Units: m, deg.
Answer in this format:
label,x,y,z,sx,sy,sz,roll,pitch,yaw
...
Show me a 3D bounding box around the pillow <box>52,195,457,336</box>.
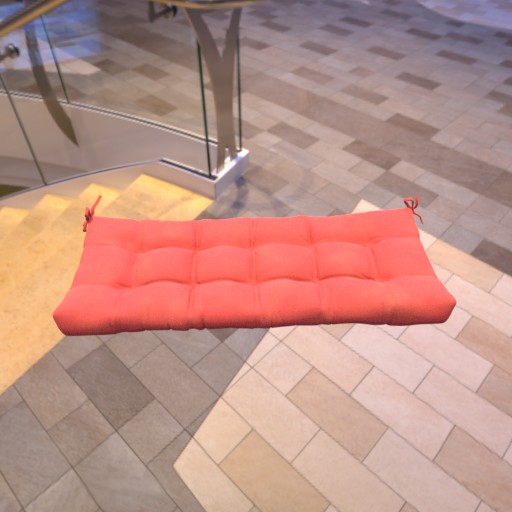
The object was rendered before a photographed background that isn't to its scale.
label,x,y,z,sx,sy,sz,roll,pitch,yaw
pillow,0.000,0.000,1.409,1.194,0.174,0.511,-2,45,-2
